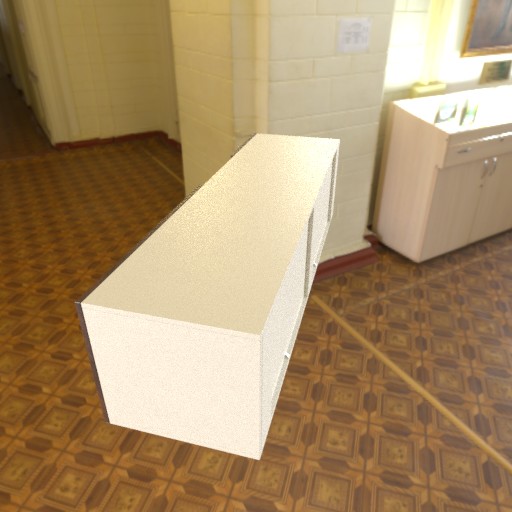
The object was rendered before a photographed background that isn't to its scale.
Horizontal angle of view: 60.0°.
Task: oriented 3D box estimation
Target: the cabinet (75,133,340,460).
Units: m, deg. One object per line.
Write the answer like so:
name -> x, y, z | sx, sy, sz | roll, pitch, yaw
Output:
cabinet -> 0.000, 0.000, 1.701 | 0.431, 0.533, 1.499 | 8, 31, 13
